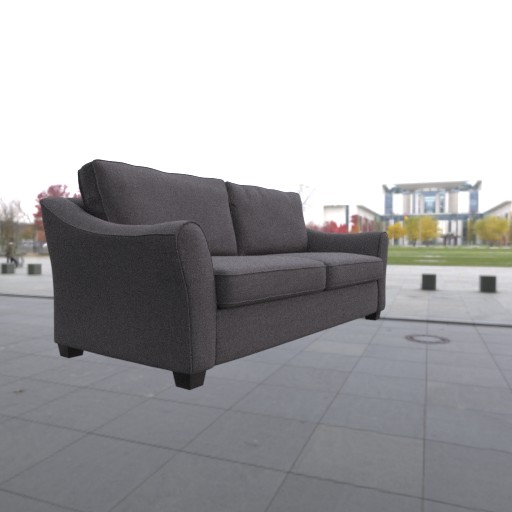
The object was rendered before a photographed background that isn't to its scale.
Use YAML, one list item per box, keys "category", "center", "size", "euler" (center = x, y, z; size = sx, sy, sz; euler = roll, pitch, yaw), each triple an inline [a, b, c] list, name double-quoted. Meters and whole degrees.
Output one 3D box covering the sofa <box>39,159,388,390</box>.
- category: "sofa"
  center: [0.000, 0.000, 2.738]
  size: [1.013, 0.976, 2.203]
  euler: [1, 2, 36]
